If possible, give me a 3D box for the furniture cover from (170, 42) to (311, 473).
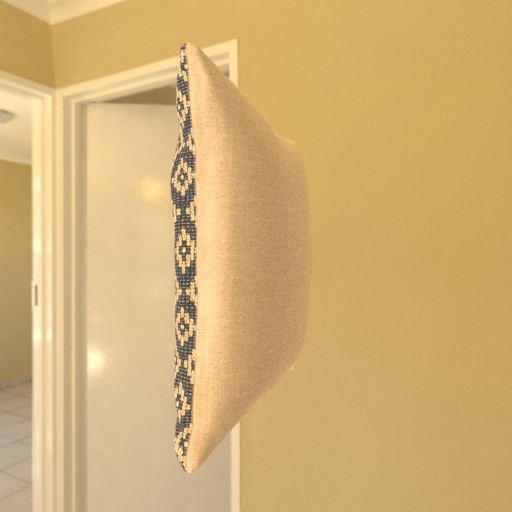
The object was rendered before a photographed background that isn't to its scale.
[{"bbox_3d":[0.000,0.000,0.643,0.139,0.431,0.431,0,0,19],"label":"furniture cover"}]
